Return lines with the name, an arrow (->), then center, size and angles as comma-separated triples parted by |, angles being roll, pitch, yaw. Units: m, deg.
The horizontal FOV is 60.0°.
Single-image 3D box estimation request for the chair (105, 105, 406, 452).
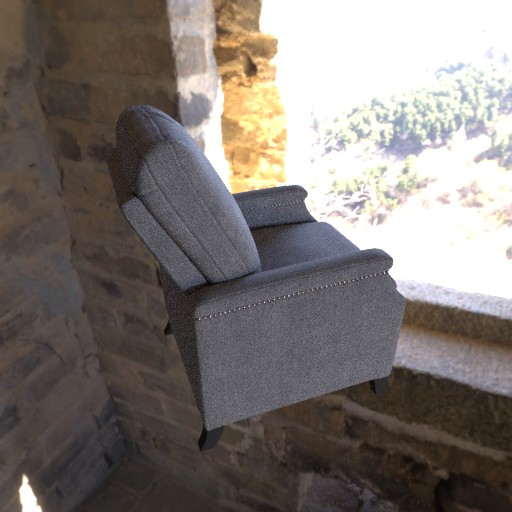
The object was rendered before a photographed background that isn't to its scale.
chair -> 0.000, 0.000, 1.637 | 0.922, 1.049, 0.710 | -11, 32, -18
